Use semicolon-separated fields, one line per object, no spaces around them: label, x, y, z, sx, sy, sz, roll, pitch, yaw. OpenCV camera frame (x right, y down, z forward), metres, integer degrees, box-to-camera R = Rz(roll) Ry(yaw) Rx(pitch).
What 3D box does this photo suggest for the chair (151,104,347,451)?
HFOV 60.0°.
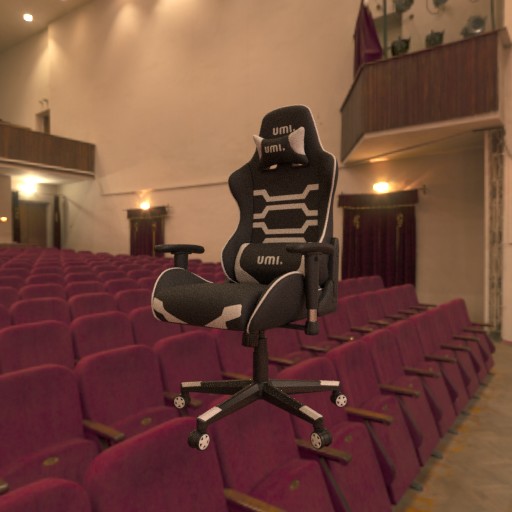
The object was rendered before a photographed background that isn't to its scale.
chair;0.000;0.000;1.683;0.700;1.240;0.700;0;1;36
